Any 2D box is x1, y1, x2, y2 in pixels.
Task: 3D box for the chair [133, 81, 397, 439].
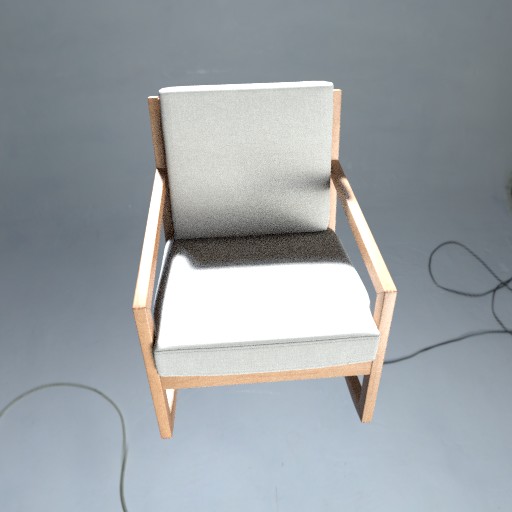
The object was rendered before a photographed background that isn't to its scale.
[{"bbox_3d":[0.000,0.000,1.386,0.622,0.790,0.857,-3,46,-3],"label":"chair"}]
